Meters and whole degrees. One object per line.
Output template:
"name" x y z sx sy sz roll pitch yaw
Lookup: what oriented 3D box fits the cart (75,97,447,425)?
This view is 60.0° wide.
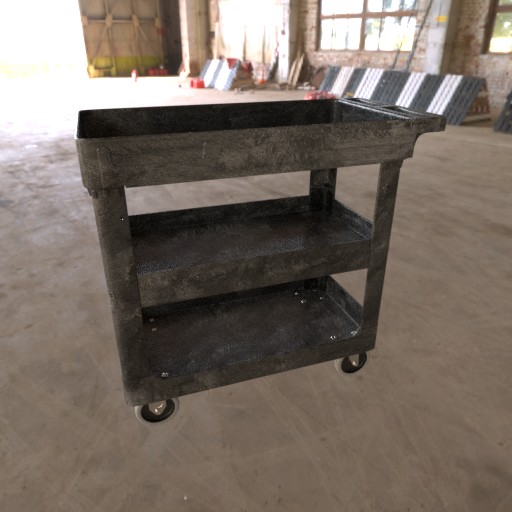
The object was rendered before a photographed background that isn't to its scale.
"cart" 0.000 0.000 1.326 0.877 0.824 0.420 -9 27 -17
